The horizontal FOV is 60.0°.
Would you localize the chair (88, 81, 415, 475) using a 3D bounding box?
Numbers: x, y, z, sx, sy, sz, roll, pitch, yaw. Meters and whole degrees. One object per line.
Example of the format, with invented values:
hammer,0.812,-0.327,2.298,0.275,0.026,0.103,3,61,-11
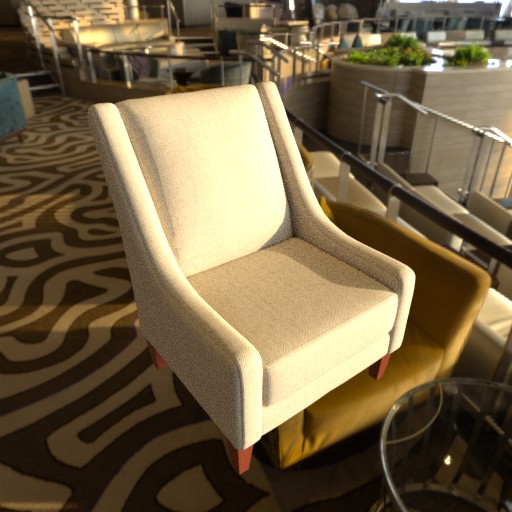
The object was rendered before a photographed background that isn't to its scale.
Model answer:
chair,0.000,0.000,1.589,0.774,1.014,0.870,-21,37,-31
